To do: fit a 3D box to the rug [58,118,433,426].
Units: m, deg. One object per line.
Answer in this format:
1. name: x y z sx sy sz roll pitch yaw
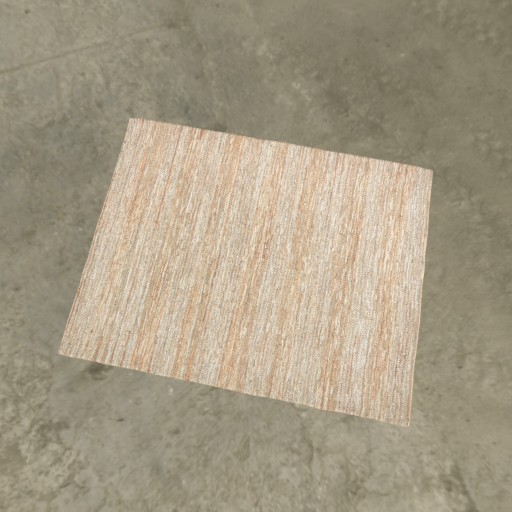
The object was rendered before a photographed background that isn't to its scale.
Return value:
1. rug: 0.000 0.000 3.907 2.939 0.009 2.313 11 74 3
